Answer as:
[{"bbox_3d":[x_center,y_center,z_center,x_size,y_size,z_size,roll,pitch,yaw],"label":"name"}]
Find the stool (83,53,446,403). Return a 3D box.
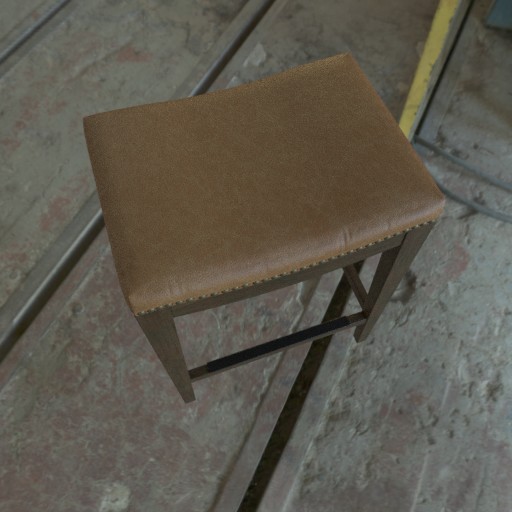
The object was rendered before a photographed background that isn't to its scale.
[{"bbox_3d":[0.000,0.000,0.944,0.500,0.660,0.361,-17,64,-9],"label":"stool"}]
